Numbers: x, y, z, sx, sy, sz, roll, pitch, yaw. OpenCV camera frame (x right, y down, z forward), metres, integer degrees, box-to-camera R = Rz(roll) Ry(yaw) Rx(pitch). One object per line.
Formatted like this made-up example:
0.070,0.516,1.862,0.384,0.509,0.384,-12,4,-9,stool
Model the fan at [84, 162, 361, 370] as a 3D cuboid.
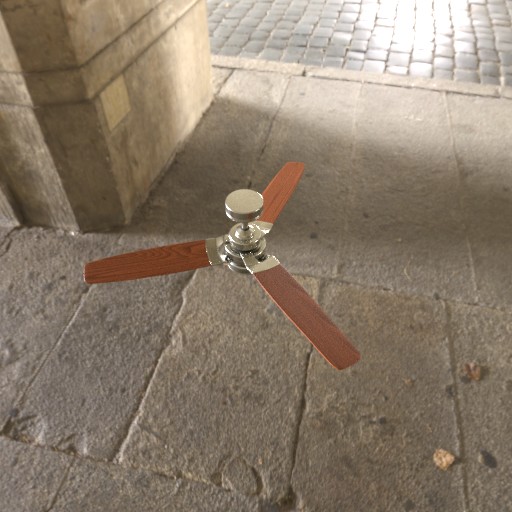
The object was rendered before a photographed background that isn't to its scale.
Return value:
0.000,0.000,2.041,1.416,0.410,1.271,-25,51,-22,fan
